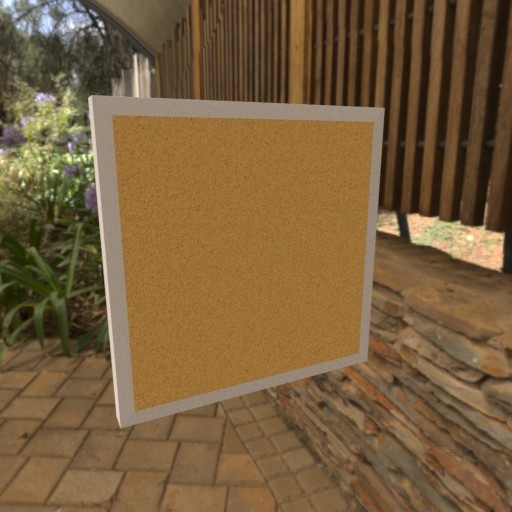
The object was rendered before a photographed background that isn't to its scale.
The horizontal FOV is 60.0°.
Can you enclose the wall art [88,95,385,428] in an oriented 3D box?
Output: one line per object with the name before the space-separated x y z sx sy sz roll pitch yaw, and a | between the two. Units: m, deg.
wall art | 0.000 0.000 1.978 1.289 1.291 0.098 -7 16 -26
